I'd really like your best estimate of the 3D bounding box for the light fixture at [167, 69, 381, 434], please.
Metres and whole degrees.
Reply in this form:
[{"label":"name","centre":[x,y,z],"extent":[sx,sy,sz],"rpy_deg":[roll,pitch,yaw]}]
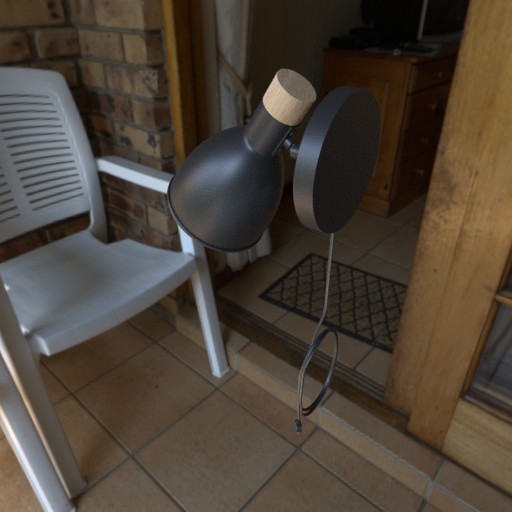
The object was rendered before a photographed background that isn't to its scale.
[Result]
[{"label":"light fixture","centre":[0.000,0.000,0.504],"extent":[0.203,0.401,0.127],"rpy_deg":[21,37,30]}]
